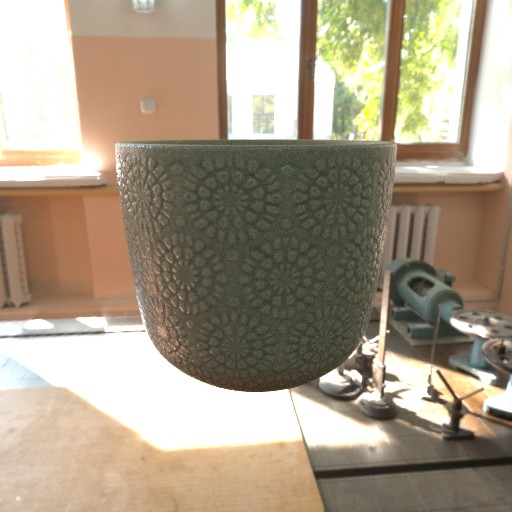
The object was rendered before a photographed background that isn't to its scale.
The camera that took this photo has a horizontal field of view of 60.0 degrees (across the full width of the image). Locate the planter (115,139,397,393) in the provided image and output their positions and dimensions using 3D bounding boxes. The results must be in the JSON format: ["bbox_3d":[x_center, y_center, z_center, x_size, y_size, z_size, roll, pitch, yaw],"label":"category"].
[{"bbox_3d":[0.000,0.000,0.217,0.124,0.109,0.124,0,16,0],"label":"planter"}]
